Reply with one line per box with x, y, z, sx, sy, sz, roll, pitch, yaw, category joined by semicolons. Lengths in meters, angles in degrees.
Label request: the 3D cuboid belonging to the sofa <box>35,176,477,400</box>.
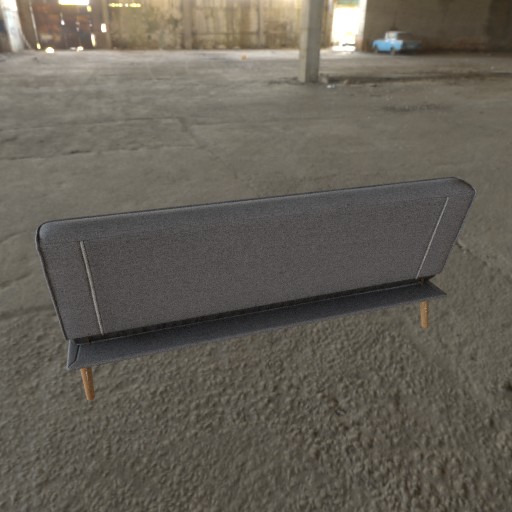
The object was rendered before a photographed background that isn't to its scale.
0.000;0.000;2.237;1.820;0.830;0.810;-8;28;-16;sofa
